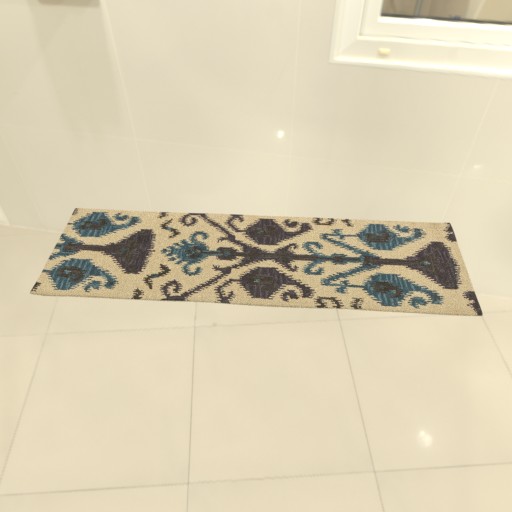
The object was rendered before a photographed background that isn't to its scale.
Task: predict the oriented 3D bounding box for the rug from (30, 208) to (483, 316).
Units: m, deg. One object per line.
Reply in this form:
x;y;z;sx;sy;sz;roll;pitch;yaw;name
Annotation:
0.000;0.000;2.474;2.301;0.017;0.692;3;46;2;rug
